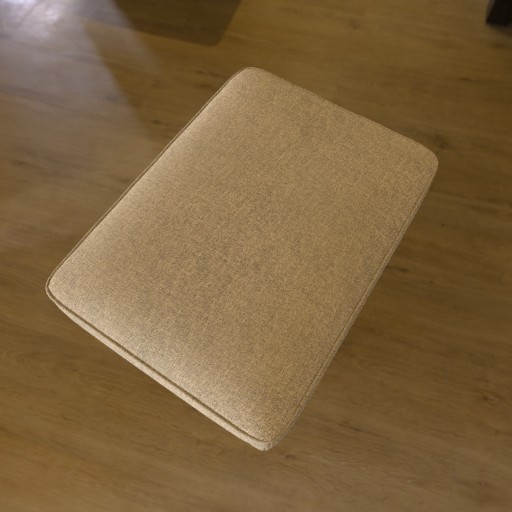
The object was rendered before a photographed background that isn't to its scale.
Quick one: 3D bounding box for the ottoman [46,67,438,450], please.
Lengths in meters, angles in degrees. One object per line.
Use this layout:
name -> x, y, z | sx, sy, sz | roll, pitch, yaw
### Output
ottoman -> 0.000, 0.000, 1.303 | 0.661, 0.561, 0.889 | 30, 68, 13
